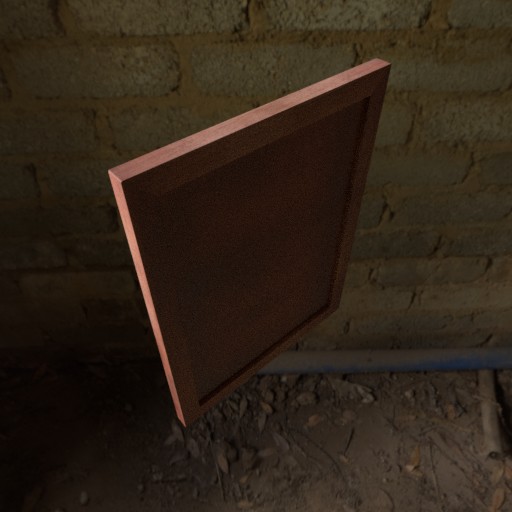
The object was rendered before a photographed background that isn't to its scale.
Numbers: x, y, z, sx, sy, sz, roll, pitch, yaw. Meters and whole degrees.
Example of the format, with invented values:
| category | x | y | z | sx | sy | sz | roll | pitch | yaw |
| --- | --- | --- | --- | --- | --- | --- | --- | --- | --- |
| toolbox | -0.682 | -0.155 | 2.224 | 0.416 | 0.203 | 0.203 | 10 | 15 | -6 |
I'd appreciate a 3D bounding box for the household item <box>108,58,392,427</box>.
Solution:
| category | x | y | z | sx | sy | sz | roll | pitch | yaw |
| --- | --- | --- | --- | --- | --- | --- | --- | --- | --- |
| household item | 0.000 | 0.000 | 0.545 | 0.310 | 0.407 | 0.067 | -32 | 53 | -27 |
